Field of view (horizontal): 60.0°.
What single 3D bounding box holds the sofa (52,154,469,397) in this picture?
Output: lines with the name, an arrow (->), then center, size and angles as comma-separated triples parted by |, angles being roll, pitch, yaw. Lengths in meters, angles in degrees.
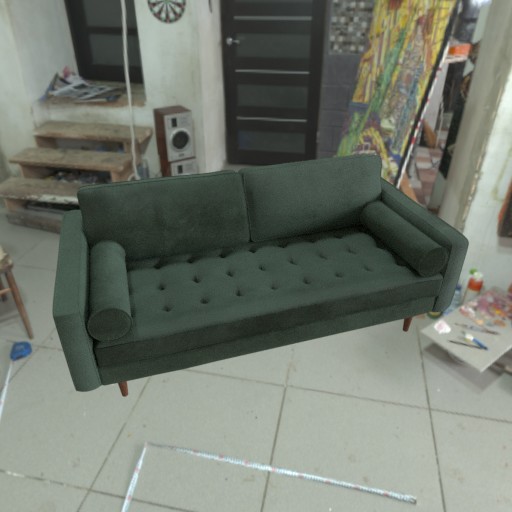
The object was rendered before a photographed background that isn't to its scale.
sofa -> 0.000, 0.000, 2.310 | 1.880, 0.772, 0.916 | -10, 33, -15
